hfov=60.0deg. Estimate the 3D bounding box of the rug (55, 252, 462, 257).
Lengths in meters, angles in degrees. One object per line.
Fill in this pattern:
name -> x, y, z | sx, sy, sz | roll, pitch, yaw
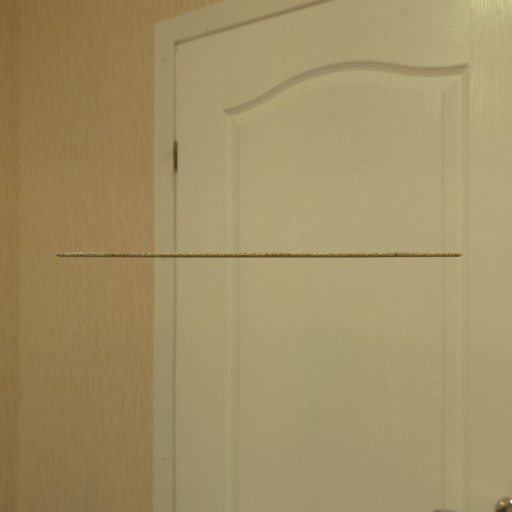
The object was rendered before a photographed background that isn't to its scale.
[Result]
rug -> 0.000, 0.000, 4.076 | 2.399, 0.026, 3.000 | 0, 0, -1
